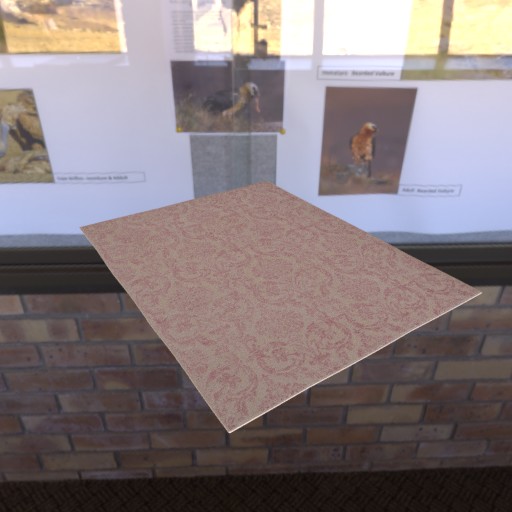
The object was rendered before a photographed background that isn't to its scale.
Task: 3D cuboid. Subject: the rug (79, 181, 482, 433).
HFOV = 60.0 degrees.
[{"bbox_3d":[0.000,0.000,4.043,2.363,0.012,2.980,-19,35,-29],"label":"rug"}]
